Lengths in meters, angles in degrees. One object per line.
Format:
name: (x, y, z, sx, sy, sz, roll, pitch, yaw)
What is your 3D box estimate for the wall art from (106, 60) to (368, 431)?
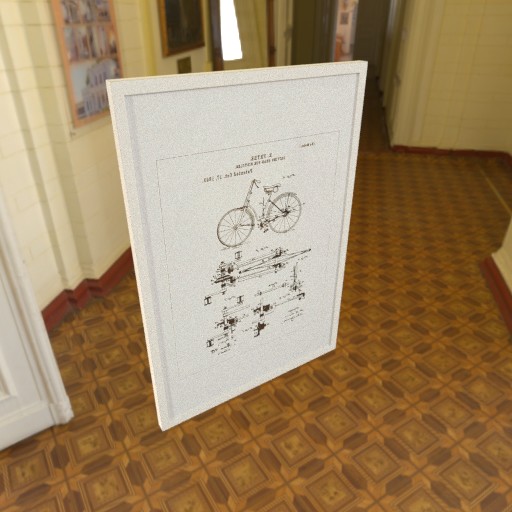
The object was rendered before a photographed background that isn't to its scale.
wall art: (0.000, 0.000, 0.611, 0.332, 0.477, 0.015, -17, 34, -28)
